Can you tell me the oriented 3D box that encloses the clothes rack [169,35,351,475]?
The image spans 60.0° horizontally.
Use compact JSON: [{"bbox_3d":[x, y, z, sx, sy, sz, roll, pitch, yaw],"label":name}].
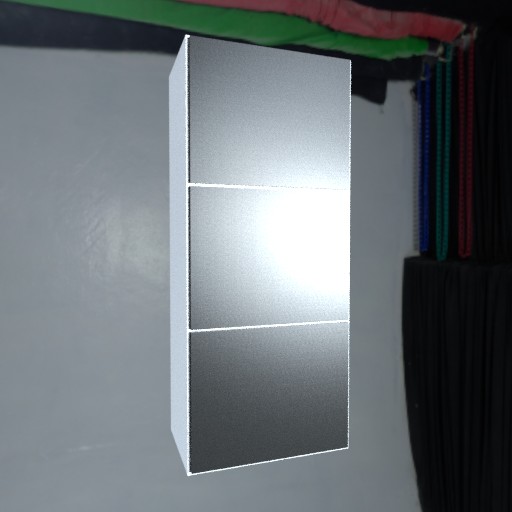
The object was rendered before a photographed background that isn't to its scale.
[{"bbox_3d":[0.000,0.000,1.419,0.500,1.187,0.330,-1,2,-19],"label":"clothes rack"}]
